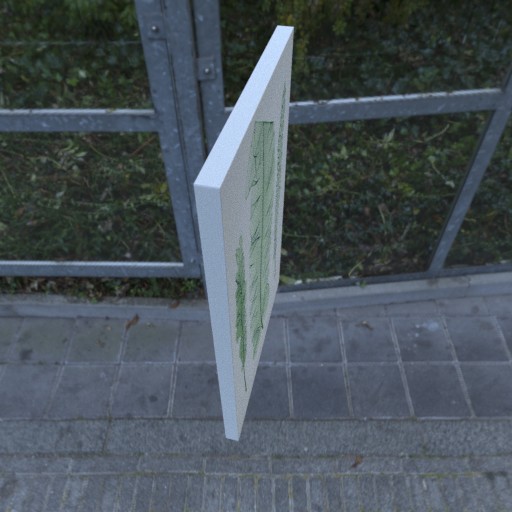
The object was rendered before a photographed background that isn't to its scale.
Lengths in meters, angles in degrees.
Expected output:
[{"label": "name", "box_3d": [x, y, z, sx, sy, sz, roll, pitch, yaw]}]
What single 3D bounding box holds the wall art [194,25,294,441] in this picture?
[{"label": "wall art", "box_3d": [0.000, 0.000, 1.152, 0.038, 0.914, 0.610, 10, 47, 9]}]
